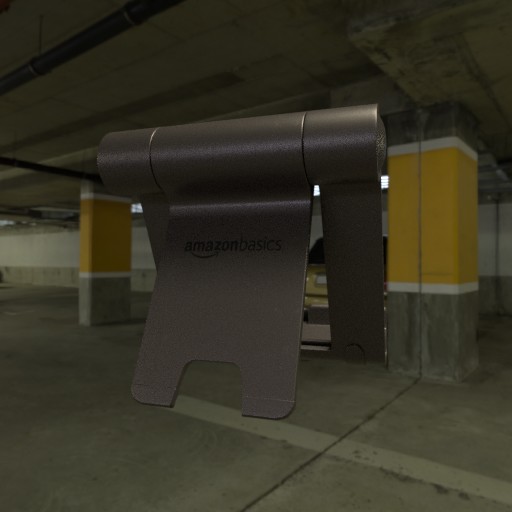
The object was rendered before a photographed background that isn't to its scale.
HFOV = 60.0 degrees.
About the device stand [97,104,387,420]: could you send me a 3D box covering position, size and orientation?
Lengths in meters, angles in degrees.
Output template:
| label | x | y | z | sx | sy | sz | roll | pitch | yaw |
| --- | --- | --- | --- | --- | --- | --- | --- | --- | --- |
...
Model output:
| label | x | y | z | sx | sy | sz | roll | pitch | yaw |
| --- | --- | --- | --- | --- | --- | --- | --- | --- | --- |
| device stand | 0.000 | 0.000 | 0.154 | 0.088 | 0.084 | 0.079 | 0 | -1 | 19 |
